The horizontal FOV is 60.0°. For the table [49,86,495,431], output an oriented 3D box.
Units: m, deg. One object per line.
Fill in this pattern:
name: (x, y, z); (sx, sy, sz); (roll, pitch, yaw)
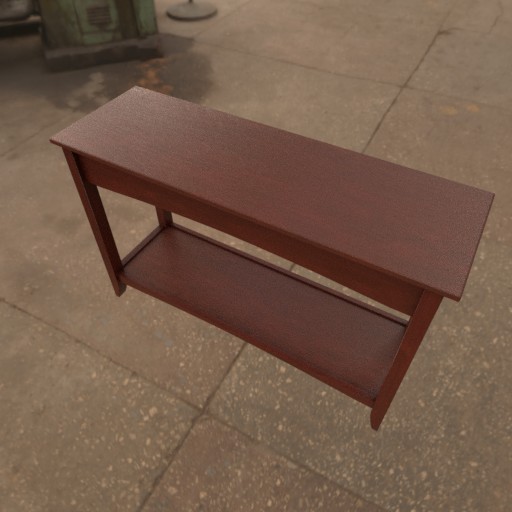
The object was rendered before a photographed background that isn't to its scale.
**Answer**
table: (0.000, 0.000, 1.486); (1.188, 0.739, 0.392); (23, 51, 20)
